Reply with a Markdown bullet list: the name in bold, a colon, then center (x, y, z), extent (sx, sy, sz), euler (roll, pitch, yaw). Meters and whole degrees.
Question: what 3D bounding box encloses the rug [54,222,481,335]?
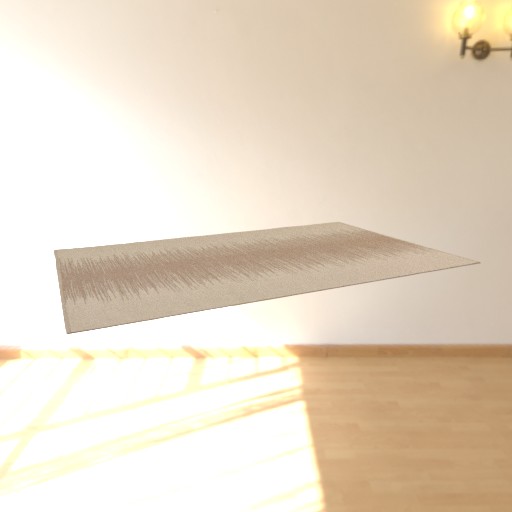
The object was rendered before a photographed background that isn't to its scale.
- **rug**: center (0.000, 0.000, 2.969), extent (2.440, 0.012, 1.522), euler (-7, 17, -25)
